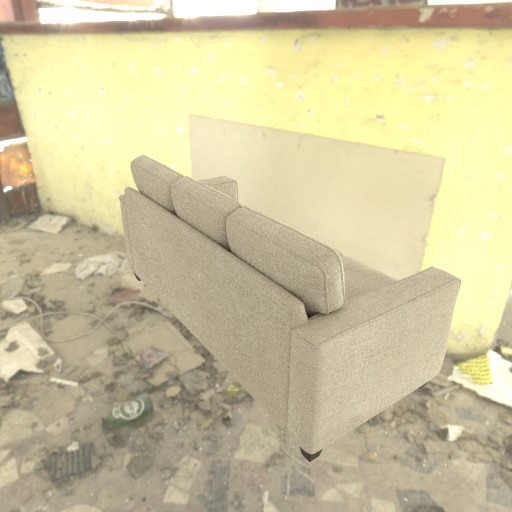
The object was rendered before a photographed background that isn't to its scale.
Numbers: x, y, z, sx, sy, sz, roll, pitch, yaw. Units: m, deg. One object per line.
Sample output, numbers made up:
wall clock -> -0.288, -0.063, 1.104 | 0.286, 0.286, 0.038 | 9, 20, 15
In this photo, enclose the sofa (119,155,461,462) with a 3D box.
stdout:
sofa -> 0.000, 0.000, 2.693 | 0.939, 0.965, 2.133 | -17, 31, -31
